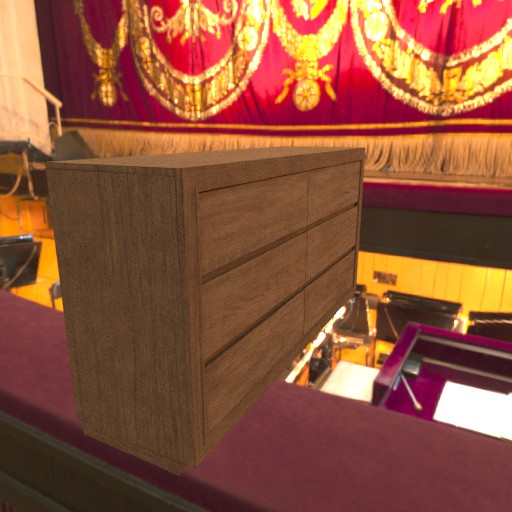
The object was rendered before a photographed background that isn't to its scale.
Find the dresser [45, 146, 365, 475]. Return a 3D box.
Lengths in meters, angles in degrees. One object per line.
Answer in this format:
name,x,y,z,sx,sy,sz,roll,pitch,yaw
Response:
dresser,0.000,0.000,1.952,0.483,0.889,1.628,8,18,27
